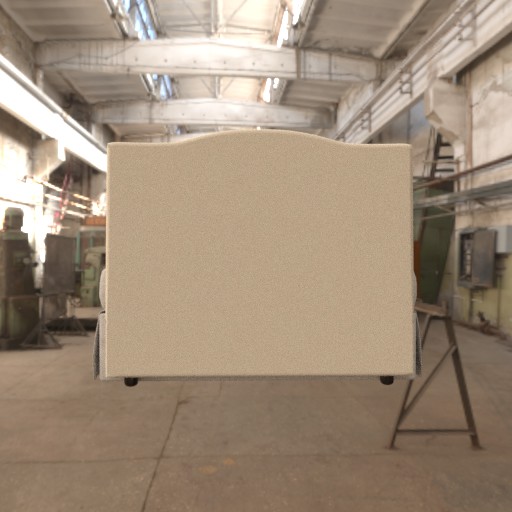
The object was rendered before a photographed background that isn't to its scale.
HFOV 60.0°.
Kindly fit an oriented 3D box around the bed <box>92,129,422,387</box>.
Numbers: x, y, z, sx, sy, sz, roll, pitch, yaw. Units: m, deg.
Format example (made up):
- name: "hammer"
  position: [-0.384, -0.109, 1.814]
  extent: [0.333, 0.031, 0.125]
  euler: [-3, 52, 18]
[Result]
- name: "bed"
  position: [0.000, 0.000, 3.680]
  extent: [1.977, 1.437, 2.477]
  euler: [0, 1, -1]
